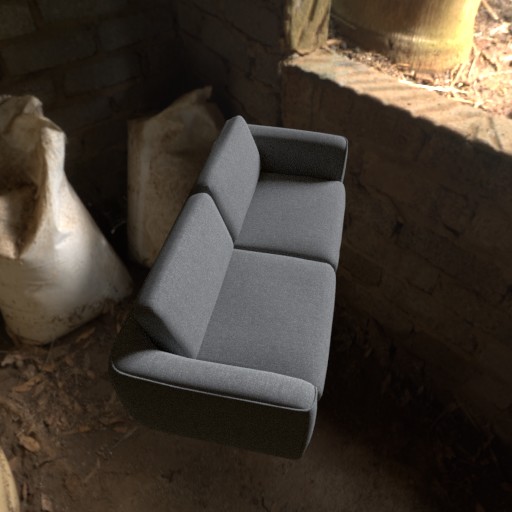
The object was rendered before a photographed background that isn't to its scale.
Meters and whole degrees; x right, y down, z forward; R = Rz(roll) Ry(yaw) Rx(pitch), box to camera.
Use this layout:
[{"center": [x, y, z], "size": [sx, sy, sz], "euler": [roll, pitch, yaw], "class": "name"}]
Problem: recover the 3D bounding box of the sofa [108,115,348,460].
[{"center": [0.000, 0.000, 2.478], "size": [0.920, 0.870, 2.000], "euler": [9, 47, 8], "class": "sofa"}]
